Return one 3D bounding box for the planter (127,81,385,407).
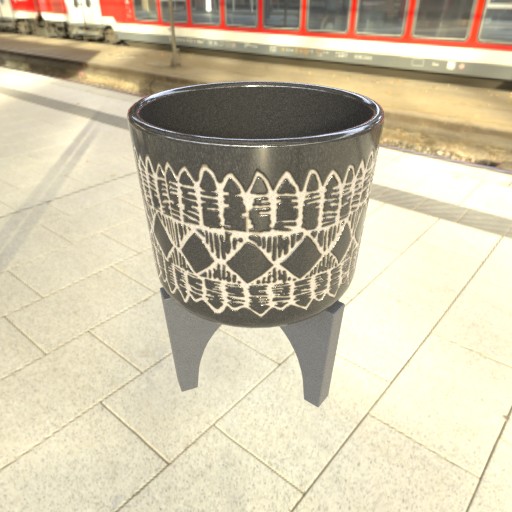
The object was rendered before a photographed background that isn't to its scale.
[{"bbox_3d":[0.000,0.000,0.533,0.251,0.355,0.251,22,38,32],"label":"planter"}]
